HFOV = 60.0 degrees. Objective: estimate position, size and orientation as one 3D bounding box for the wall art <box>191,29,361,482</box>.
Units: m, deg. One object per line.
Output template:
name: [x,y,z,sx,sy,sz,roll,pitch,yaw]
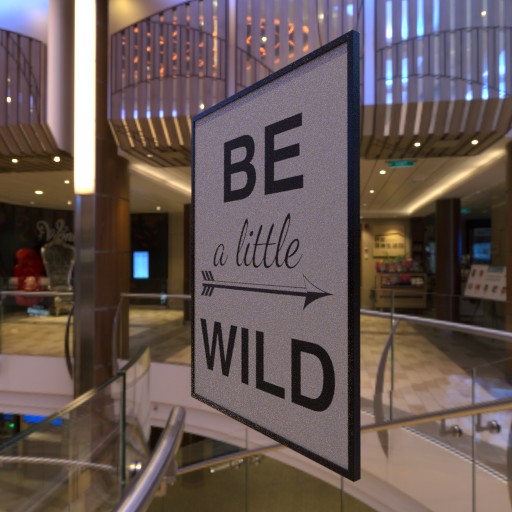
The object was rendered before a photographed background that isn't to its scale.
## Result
wall art: [0.000,0.000,0.752,0.013,0.582,0.442,0,-1,-36]
